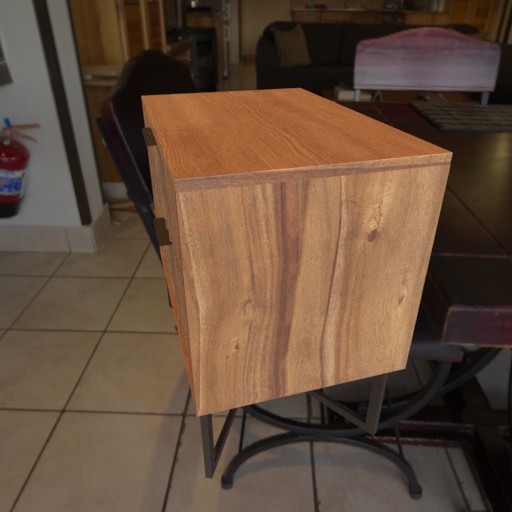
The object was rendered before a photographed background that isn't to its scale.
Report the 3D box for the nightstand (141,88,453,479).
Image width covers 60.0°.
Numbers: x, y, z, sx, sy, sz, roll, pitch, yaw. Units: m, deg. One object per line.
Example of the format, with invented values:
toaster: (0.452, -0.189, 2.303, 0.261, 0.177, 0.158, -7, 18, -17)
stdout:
nightstand: (0.000, 0.000, 1.009, 0.427, 0.615, 0.613, -8, 31, -14)
